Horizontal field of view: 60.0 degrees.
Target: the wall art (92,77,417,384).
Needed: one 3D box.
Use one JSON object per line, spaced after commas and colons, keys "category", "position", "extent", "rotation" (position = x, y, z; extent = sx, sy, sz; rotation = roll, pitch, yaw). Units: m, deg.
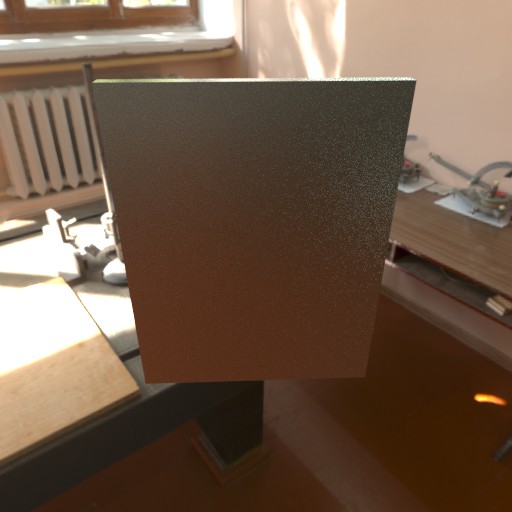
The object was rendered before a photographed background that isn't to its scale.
{"category": "wall art", "position": [0.000, 0.000, 0.761], "extent": [0.444, 0.569, 0.025], "rotation": [-1, 31, -2]}
